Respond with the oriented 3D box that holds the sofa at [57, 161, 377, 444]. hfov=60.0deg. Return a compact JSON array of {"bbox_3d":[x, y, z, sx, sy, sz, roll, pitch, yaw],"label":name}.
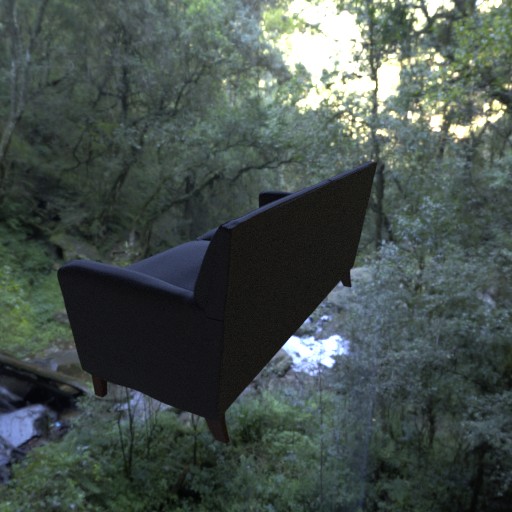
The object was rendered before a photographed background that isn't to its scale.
[{"bbox_3d":[0.000,0.000,2.474,0.843,0.907,2.002,9,20,25],"label":"sofa"}]
